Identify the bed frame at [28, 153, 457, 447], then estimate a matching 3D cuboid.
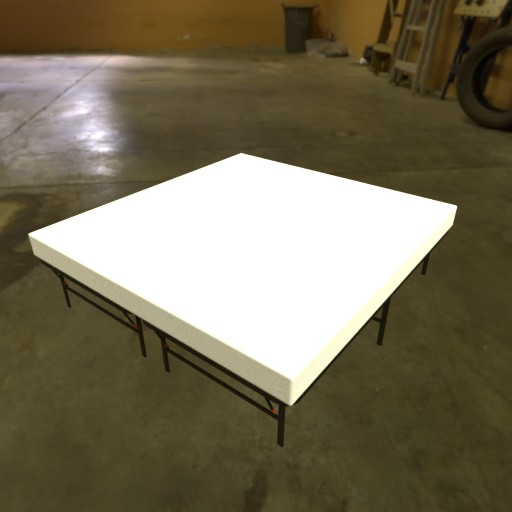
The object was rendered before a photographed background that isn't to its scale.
[{"bbox_3d":[0.000,0.000,3.010,1.930,0.559,2.032,21,37,32],"label":"bed frame"}]
